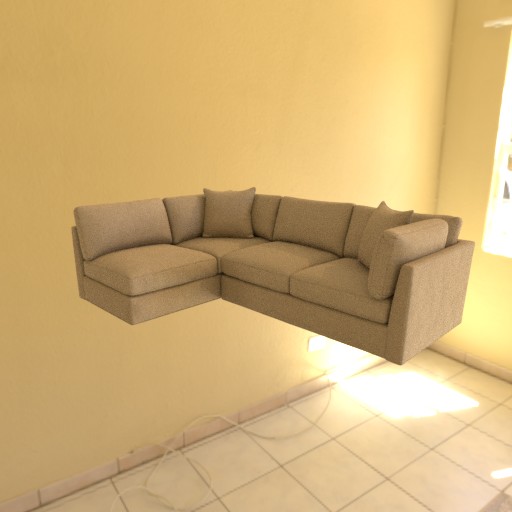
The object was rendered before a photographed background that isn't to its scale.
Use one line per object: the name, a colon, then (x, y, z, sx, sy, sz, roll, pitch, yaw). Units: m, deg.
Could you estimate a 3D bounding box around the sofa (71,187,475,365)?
sofa: (0.000, 0.000, 3.836, 1.994, 0.978, 2.896, -14, 20, -43)
